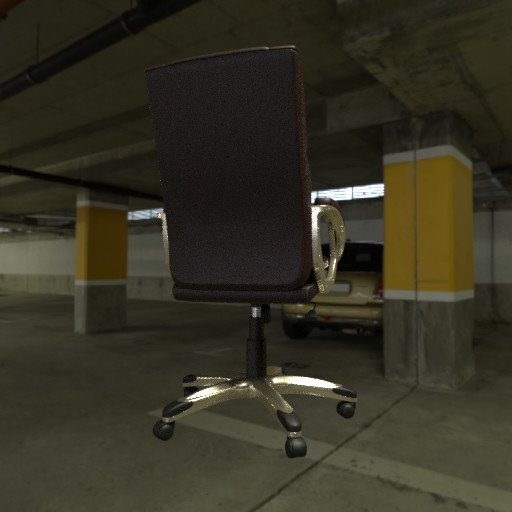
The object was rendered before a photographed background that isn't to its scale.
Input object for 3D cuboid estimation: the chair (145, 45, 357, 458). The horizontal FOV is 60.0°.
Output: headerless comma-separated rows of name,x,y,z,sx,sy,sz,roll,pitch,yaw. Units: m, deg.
chair,0.000,0.000,1.539,0.662,1.107,0.739,0,-2,18
